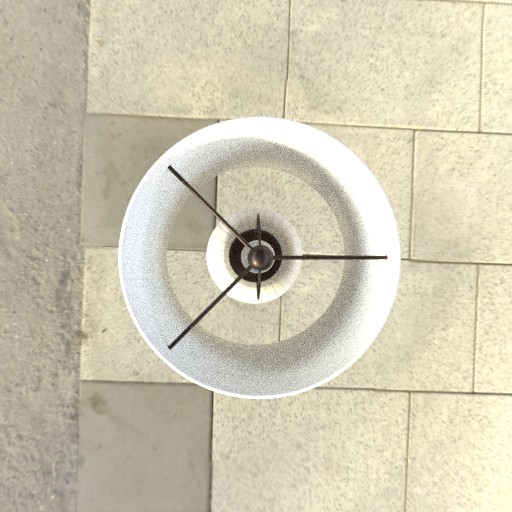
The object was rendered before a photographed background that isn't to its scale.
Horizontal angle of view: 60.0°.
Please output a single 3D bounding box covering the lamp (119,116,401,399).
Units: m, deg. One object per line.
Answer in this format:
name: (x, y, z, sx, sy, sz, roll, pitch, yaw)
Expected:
lamp: (0.000, 0.000, 0.783, 0.328, 0.570, 0.328, 0, 90, -1)
